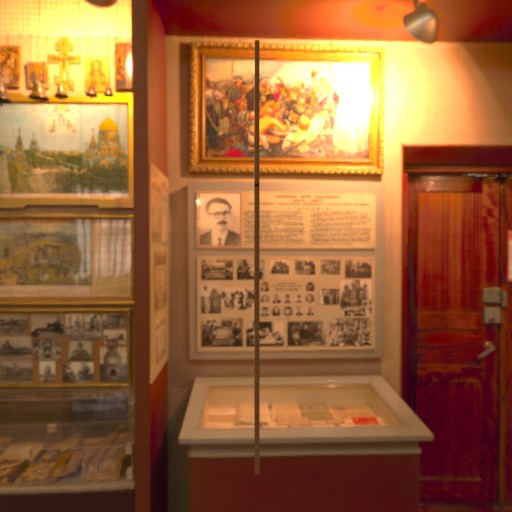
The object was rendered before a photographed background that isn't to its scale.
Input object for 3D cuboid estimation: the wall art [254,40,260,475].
[{"bbox_3d":[0.000,0.000,1.844,0.013,1.216,1.216,0,1,0],"label":"wall art"}]
